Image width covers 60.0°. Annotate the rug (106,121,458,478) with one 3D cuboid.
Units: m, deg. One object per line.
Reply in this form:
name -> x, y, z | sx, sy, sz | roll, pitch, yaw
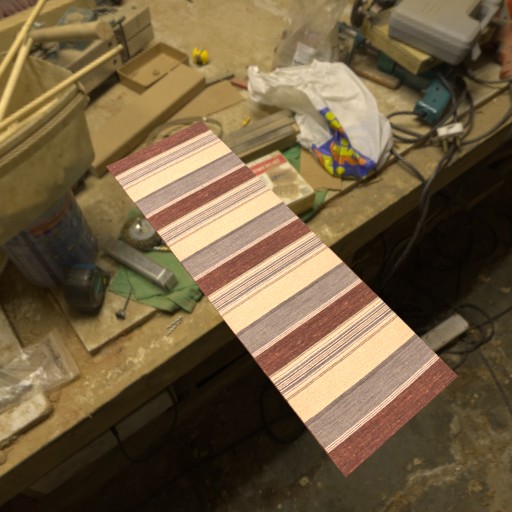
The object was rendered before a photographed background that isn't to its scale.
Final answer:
rug -> 0.000, 0.000, 2.695 | 0.792, 0.006, 2.437 | -32, 63, -19
